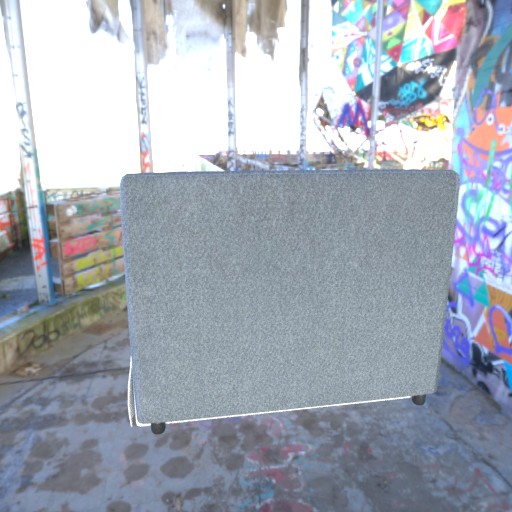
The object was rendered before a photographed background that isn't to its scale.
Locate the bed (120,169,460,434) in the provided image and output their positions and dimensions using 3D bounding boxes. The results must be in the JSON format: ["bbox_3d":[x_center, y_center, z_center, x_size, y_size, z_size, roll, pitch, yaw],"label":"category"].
[{"bbox_3d":[0.000,0.000,3.214,1.723,1.330,2.142,-3,14,-10],"label":"bed"}]
